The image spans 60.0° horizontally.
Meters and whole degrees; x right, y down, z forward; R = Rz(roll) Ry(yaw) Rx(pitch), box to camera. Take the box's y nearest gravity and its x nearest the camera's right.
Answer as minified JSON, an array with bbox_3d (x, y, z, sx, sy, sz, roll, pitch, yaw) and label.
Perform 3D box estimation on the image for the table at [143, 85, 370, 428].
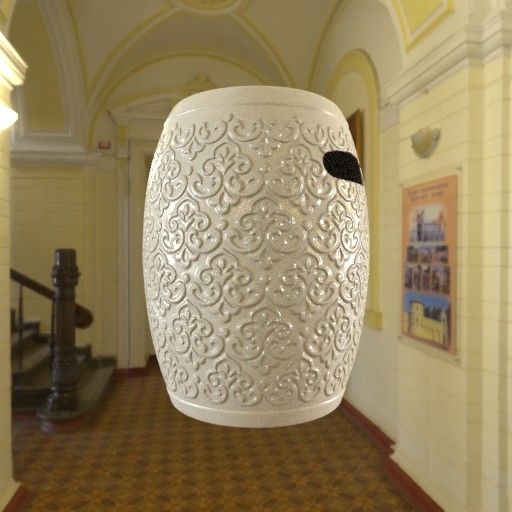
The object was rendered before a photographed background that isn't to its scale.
[{"bbox_3d":[0.000,0.000,0.623,0.309,0.397,0.309,0,1,0],"label":"table"}]
